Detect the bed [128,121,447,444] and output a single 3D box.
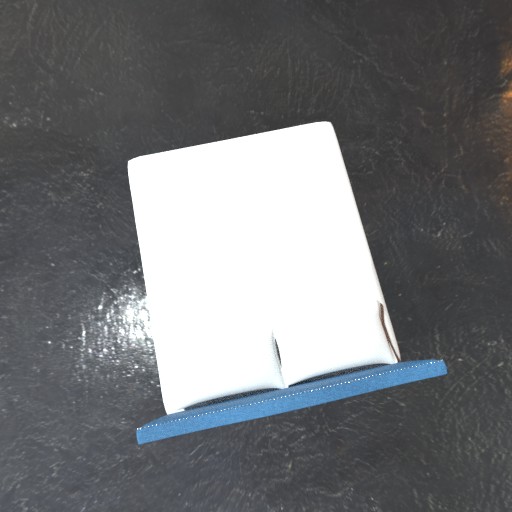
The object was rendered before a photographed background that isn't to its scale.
[{"bbox_3d":[0.000,0.000,2.911,1.610,1.169,1.872,-12,75,-3],"label":"bed"}]
